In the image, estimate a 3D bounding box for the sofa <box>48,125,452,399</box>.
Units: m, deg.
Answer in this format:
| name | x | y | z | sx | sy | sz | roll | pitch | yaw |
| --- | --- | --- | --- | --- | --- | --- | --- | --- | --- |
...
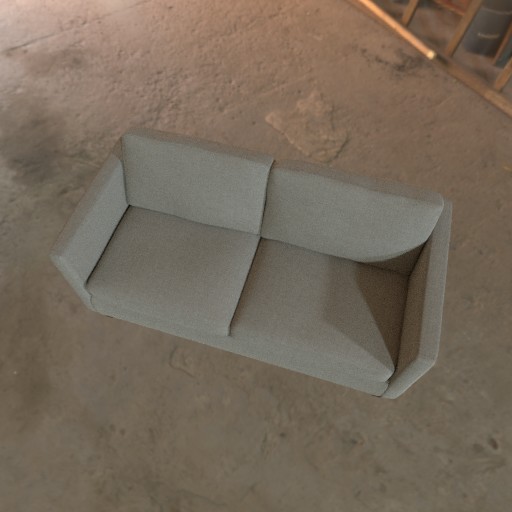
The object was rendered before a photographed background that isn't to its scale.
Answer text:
| name | x | y | z | sx | sy | sz | roll | pitch | yaw |
| --- | --- | --- | --- | --- | --- | --- | --- | --- | --- |
| sofa | 0.000 | 0.000 | 2.458 | 1.884 | 0.947 | 0.951 | 15 | 60 | 9 |
